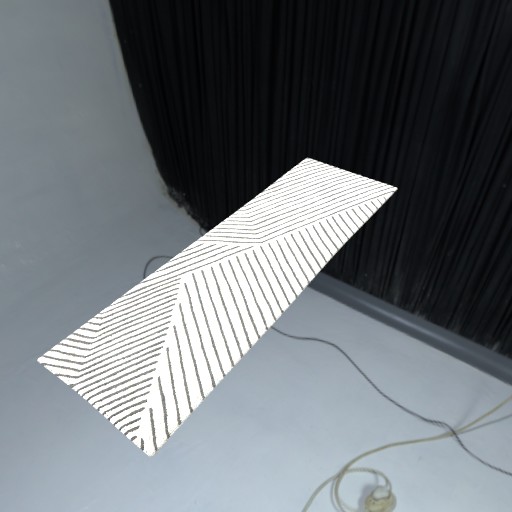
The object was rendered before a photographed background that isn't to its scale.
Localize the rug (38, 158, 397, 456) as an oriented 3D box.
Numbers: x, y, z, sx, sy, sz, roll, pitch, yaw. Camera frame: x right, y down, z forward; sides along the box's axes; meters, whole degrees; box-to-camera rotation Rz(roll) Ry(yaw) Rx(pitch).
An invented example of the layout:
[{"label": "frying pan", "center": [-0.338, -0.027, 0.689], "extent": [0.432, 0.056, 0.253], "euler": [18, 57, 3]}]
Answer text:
[{"label": "rug", "center": [0.000, 0.000, 2.657], "extent": [0.773, 0.020, 2.439], "euler": [26, 47, 27]}]
